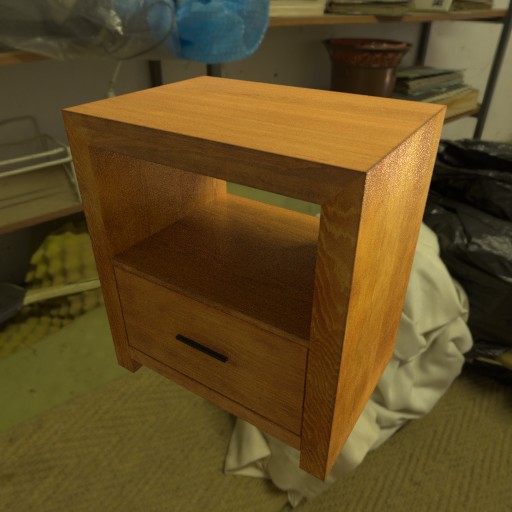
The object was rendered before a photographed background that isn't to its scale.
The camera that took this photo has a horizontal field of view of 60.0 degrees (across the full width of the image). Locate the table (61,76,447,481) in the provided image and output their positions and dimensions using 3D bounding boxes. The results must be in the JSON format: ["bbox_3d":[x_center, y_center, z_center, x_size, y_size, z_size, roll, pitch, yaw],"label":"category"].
[{"bbox_3d":[0.000,0.000,0.929,0.550,0.605,0.400,19,36,28],"label":"table"}]
